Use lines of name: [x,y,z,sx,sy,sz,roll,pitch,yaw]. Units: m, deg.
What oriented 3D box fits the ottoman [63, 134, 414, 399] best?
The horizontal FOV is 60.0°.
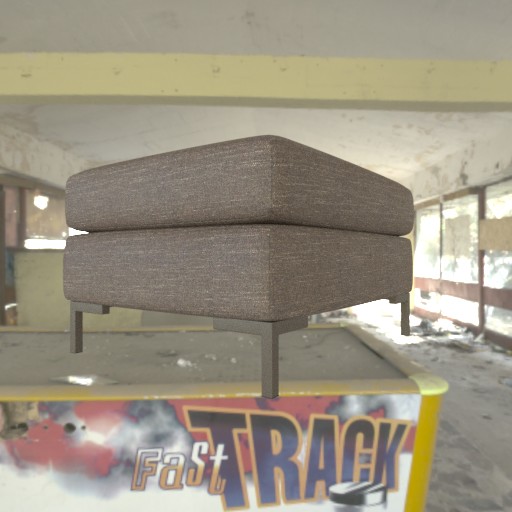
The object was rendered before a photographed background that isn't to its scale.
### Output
ottoman: [0.000,0.000,1.252,0.671,0.490,0.820,0,0,36]
